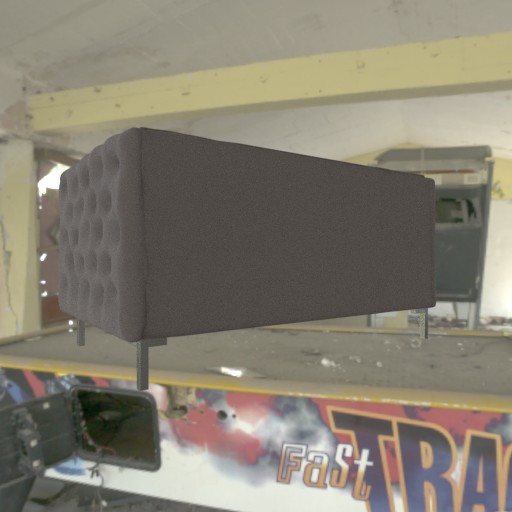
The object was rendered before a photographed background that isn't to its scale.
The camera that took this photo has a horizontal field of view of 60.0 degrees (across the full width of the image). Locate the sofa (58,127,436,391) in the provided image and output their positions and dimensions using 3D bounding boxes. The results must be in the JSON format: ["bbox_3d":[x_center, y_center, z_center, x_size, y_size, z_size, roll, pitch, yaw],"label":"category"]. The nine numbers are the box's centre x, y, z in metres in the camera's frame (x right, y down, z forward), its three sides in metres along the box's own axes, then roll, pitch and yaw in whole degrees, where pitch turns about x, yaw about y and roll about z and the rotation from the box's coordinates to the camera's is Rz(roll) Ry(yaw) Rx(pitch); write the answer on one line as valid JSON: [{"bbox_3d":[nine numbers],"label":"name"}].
[{"bbox_3d":[0.000,0.000,2.082,1.583,0.810,0.909,0,0,-35],"label":"sofa"}]
